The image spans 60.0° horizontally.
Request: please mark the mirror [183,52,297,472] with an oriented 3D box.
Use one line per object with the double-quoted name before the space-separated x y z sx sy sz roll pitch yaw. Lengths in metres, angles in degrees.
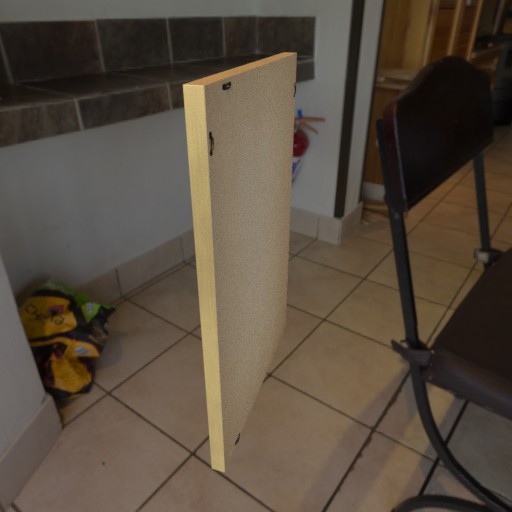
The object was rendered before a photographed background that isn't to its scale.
"mirror" 0.000 0.000 1.147 0.040 0.915 0.609 9 30 16
